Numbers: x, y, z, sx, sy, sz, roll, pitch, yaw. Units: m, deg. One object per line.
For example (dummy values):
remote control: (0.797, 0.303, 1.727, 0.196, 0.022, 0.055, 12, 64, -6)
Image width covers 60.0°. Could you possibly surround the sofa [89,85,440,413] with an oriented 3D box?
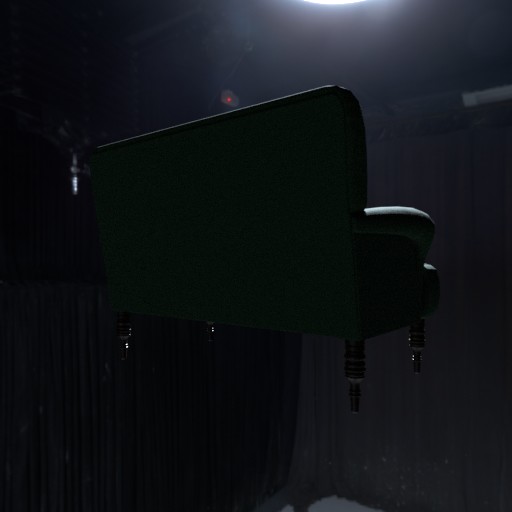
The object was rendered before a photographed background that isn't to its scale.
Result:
sofa: (0.000, 0.000, 1.776, 1.297, 0.889, 0.779, 0, 0, 38)
